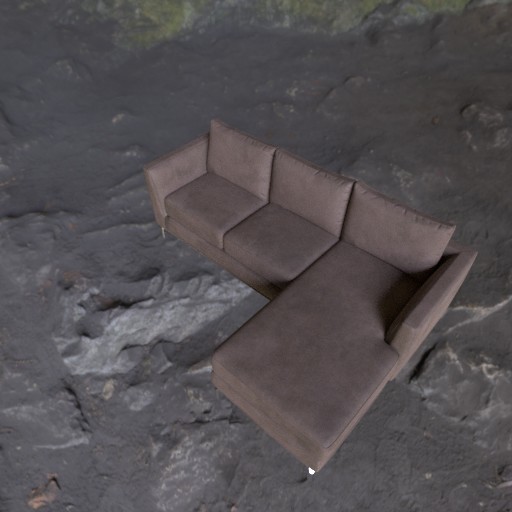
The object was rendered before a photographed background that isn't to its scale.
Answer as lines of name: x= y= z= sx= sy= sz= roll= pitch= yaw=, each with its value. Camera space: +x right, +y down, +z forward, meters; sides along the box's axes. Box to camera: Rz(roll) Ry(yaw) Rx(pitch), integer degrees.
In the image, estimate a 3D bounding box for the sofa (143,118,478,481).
sofa: x=0.000 y=0.000 z=3.194 sx=2.438 sy=0.987 sz=1.622 roll=32 pitch=52 yaw=29
